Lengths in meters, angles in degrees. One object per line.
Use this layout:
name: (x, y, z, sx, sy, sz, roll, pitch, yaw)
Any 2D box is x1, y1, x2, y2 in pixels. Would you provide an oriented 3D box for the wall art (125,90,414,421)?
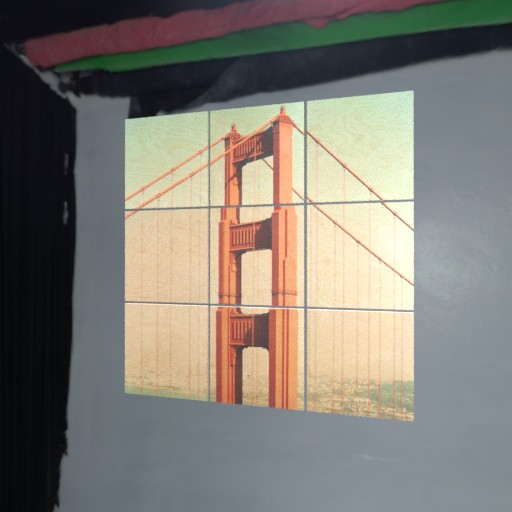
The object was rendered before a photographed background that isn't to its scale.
wall art: (0.000, 0.000, 1.809, 1.214, 1.219, 0.013, 0, 0, 16)
